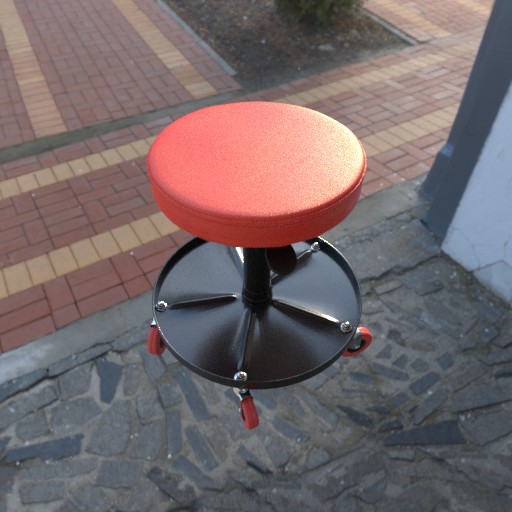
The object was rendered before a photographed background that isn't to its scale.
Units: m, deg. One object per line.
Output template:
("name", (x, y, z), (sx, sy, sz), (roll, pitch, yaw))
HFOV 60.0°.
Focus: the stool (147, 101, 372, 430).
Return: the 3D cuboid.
("stool", (0.000, 0.000, 0.674), (0.381, 0.365, 0.382), (-10, 46, -10))
